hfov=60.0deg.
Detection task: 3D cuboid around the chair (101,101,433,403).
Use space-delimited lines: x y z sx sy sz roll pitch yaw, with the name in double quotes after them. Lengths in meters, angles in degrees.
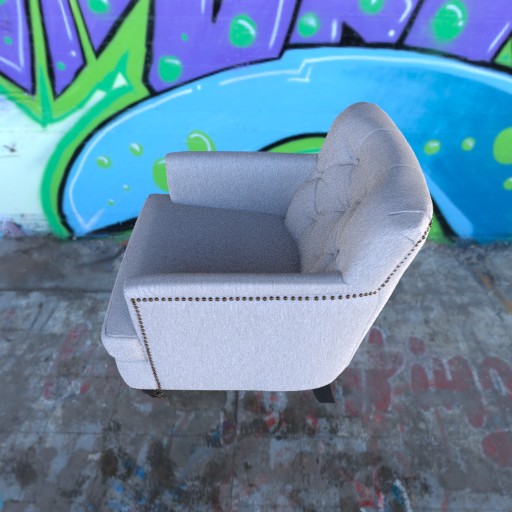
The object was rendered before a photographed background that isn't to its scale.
0.000 0.000 1.510 0.902 0.823 0.737 0 42 0 "chair"
